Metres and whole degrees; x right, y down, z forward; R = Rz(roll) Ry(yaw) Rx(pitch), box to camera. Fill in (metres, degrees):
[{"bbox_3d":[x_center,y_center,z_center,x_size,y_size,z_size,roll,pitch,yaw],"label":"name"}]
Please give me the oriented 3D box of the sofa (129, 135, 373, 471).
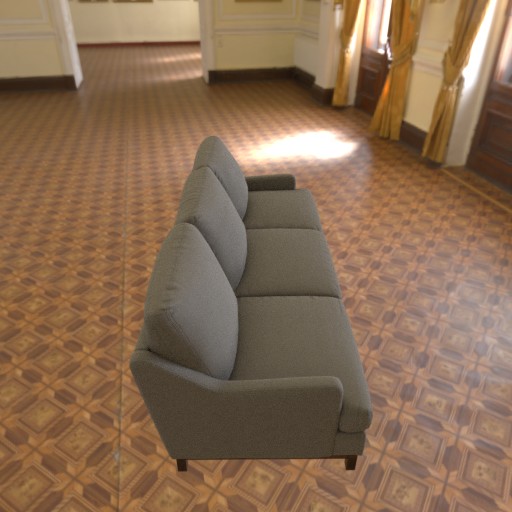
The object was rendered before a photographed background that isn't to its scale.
[{"bbox_3d":[0.000,0.000,2.772,0.987,0.926,2.344,0,32,0],"label":"sofa"}]
